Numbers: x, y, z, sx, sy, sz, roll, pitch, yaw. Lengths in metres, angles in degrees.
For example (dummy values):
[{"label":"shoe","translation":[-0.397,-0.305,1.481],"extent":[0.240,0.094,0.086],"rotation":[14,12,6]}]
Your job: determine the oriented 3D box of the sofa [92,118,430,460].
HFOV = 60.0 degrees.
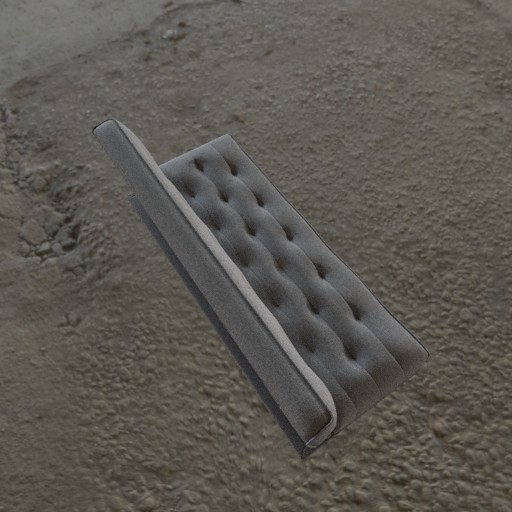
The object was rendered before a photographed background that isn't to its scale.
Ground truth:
[{"label":"sofa","translation":[0.000,0.000,2.316],"extent":[0.810,0.830,1.820],"rotation":[-30,64,-17]}]
